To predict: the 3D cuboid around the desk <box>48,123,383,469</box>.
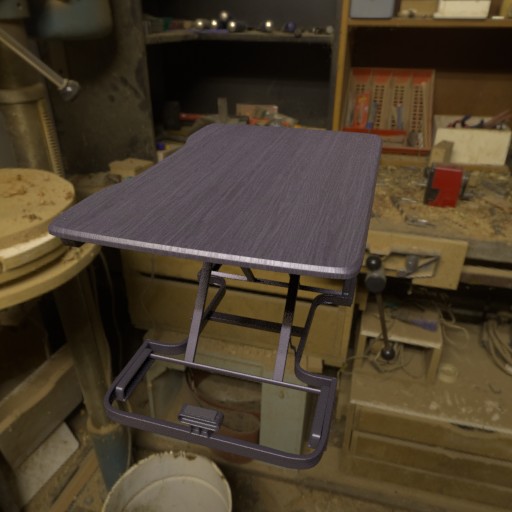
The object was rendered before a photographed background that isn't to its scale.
[{"bbox_3d":[0.000,0.000,1.144,0.546,0.470,0.820,8,31,14],"label":"desk"}]
